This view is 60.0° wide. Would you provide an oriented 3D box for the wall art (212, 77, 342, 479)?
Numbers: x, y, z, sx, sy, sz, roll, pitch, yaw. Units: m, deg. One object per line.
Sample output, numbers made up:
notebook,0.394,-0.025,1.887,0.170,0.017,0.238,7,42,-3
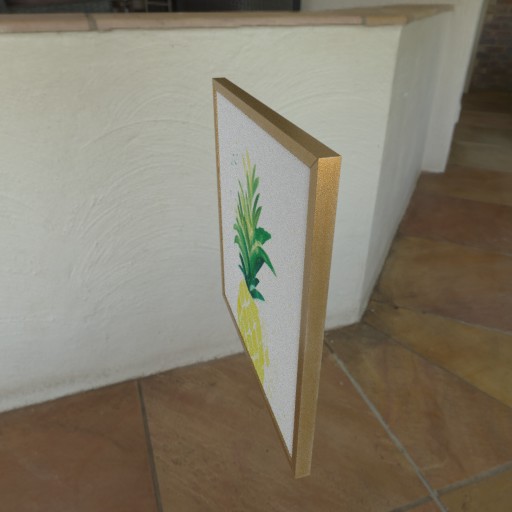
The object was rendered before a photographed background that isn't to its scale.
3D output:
wall art,0.000,0.000,1.151,0.037,0.760,0.762,-8,31,-14
